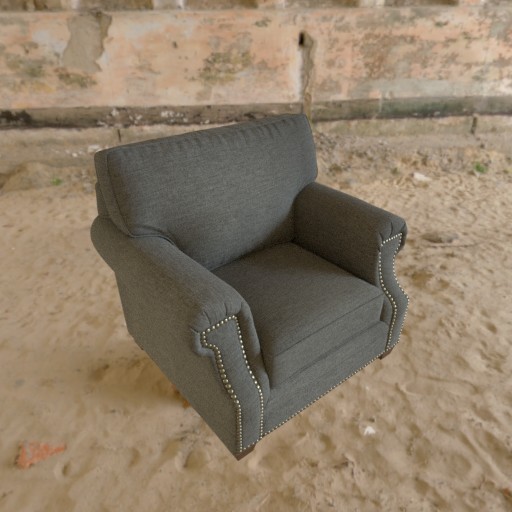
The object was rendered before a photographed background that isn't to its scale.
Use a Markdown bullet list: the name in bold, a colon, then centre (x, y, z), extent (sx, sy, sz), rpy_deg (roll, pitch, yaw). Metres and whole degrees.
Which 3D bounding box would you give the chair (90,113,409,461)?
- **chair**: centre (0.000, 0.000, 1.861), extent (1.092, 0.961, 0.965), rpy_deg (-22, 37, -33)
